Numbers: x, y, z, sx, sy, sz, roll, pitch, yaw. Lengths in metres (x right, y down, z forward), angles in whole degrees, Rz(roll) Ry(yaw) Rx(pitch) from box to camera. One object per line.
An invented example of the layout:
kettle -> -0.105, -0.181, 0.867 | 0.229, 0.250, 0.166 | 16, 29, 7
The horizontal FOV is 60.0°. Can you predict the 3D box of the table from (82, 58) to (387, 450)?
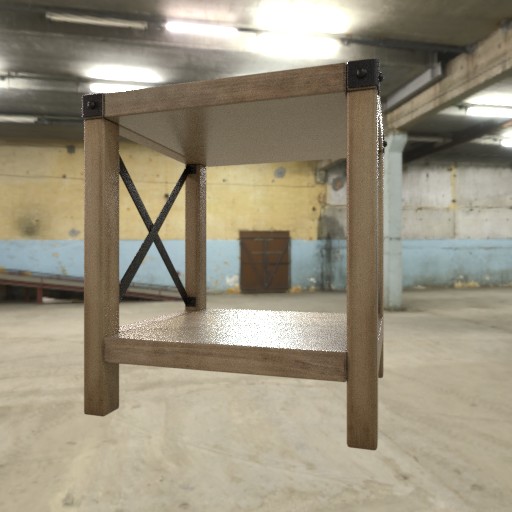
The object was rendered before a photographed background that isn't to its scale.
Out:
table -> 0.000, 0.000, 0.905 | 0.510, 0.561, 0.459 | 0, 0, 17
